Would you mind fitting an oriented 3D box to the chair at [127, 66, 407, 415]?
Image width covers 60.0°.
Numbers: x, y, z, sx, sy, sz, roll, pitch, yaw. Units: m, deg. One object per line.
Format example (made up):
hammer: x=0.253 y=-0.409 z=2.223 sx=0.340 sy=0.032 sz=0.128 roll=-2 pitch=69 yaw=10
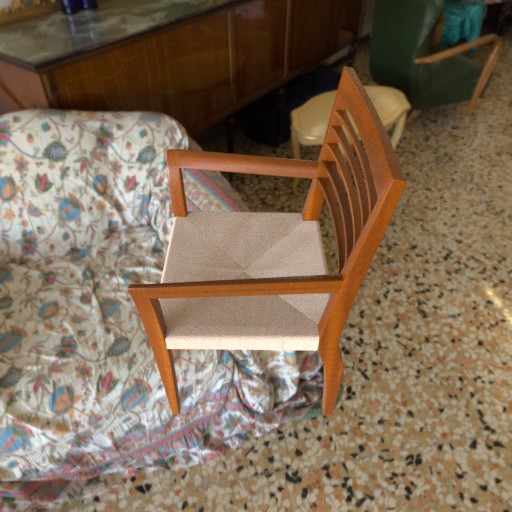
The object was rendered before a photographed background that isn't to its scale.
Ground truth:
chair: x=0.000 y=0.000 z=1.256 sx=0.540 sy=0.855 sz=0.587 roll=0 pitch=42 yaw=0
